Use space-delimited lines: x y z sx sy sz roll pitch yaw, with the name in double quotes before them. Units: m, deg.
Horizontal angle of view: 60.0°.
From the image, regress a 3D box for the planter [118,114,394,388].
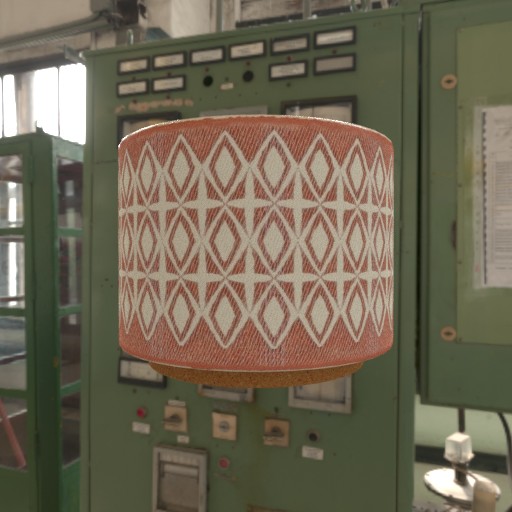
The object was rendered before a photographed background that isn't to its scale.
"planter" 0.000 0.000 0.324 0.192 0.148 0.192 0 1 0
